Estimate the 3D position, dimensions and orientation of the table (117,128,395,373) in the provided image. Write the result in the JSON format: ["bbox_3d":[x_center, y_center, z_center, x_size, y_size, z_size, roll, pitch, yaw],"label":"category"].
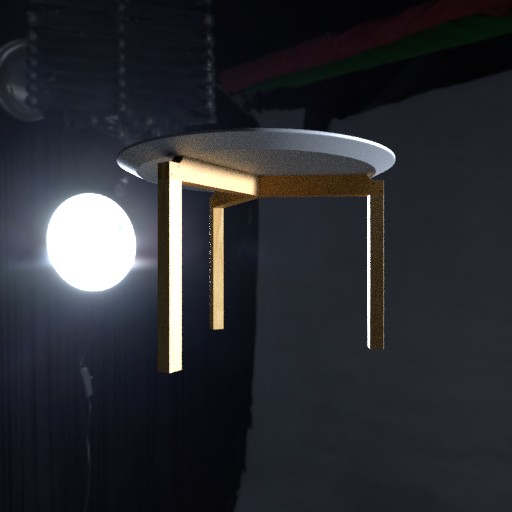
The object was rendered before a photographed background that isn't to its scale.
[{"bbox_3d":[0.000,0.000,1.001,0.600,0.405,0.600,0,0,0],"label":"table"}]
